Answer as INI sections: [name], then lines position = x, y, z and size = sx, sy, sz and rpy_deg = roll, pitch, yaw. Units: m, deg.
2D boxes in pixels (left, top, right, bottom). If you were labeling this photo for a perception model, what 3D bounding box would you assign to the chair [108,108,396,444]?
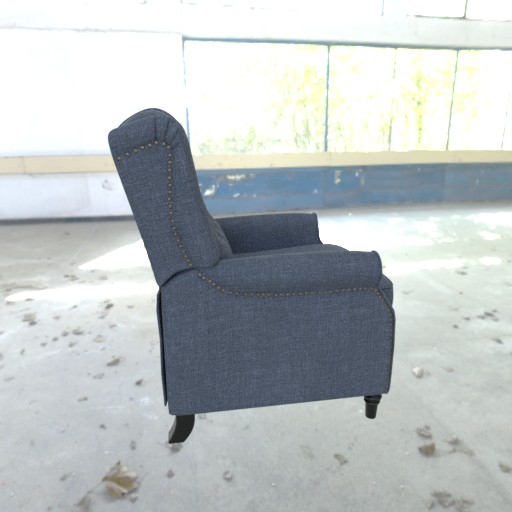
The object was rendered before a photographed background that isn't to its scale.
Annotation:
[chair]
position = 0.000, 0.000, 1.637
size = 0.898, 1.035, 0.742
rpy_deg = -3, 17, -9
